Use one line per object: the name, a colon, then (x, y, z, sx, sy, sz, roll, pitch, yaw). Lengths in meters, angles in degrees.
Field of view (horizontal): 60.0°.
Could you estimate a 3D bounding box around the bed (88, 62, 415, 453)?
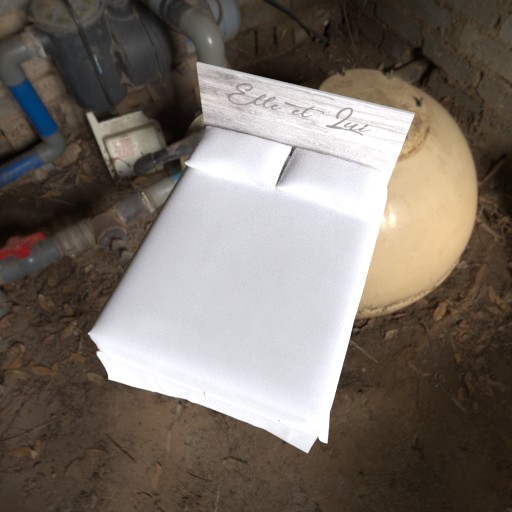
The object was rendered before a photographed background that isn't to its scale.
bed: (0.000, 0.000, 3.187, 1.745, 1.335, 2.094, 17, 60, 10)
